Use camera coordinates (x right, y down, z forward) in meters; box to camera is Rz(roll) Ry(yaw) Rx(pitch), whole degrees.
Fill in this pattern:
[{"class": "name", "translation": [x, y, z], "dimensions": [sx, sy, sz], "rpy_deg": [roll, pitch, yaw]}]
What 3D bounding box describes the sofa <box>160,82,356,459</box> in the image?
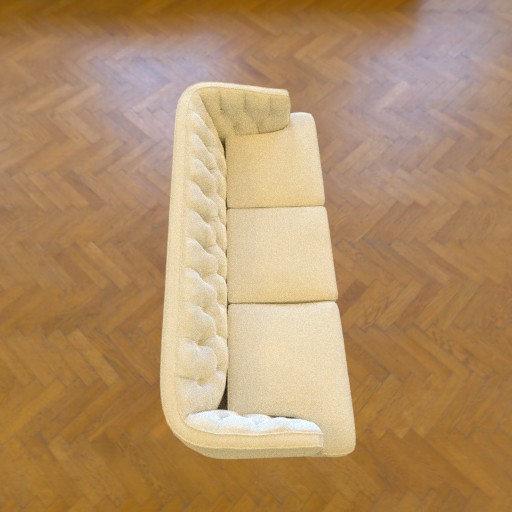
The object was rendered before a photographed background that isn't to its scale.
[{"class": "sofa", "translation": [0.000, 0.000, 2.724], "dimensions": [0.941, 0.855, 2.278], "rpy_deg": [-2, 63, -1]}]
